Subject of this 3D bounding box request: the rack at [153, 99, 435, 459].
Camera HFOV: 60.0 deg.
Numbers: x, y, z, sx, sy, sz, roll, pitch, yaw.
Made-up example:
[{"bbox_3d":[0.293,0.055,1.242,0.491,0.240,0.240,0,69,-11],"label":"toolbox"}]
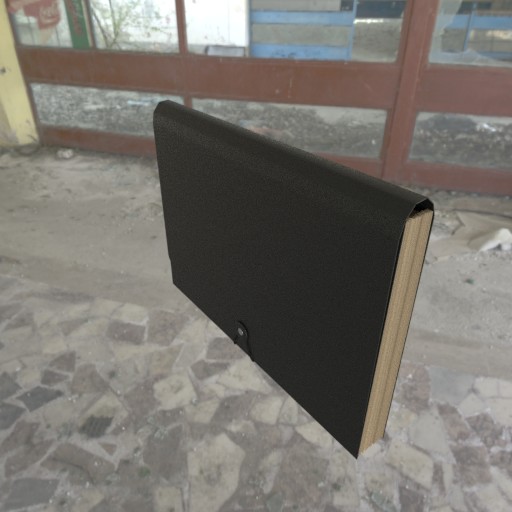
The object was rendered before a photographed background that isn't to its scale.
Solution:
[{"bbox_3d":[0.000,0.000,0.439,0.041,0.241,0.330,-22,38,-31],"label":"rack"}]
